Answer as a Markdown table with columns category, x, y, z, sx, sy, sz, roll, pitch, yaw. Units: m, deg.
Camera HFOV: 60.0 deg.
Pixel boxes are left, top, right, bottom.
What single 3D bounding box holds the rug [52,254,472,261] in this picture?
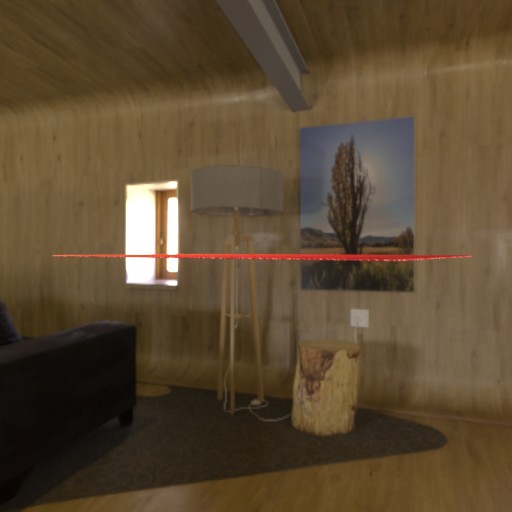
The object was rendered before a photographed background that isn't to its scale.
| category | x | y | z | sx | sy | sz | roll | pitch | yaw |
| --- | --- | --- | --- | --- | --- | --- | --- | --- | --- |
| rug | 0.000 | 0.000 | 3.030 | 2.442 | 0.010 | 1.531 | 0 | 1 | 36 |
